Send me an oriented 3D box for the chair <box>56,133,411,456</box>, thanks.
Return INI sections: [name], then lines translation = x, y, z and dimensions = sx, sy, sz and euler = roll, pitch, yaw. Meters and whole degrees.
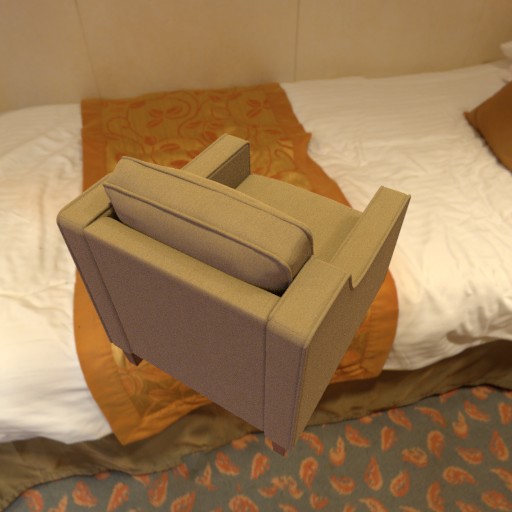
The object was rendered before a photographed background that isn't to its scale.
[chair]
translation = 0.000, 0.000, 1.653
dimensions = 0.831, 0.960, 0.909
euler = 24, 51, 21
